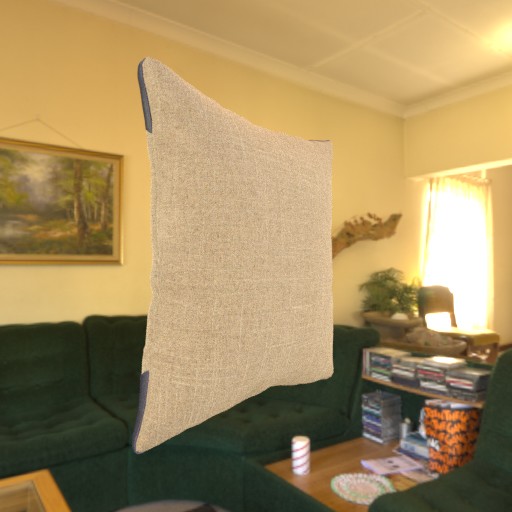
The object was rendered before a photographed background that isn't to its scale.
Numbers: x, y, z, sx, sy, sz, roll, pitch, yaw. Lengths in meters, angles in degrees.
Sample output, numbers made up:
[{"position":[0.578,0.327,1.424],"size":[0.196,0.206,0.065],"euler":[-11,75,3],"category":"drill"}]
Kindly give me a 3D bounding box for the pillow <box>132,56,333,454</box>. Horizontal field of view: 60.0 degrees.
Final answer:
[{"position":[0.000,0.000,0.660],"size":[0.147,0.441,0.440],"euler":[-1,-2,37],"category":"pillow"}]
